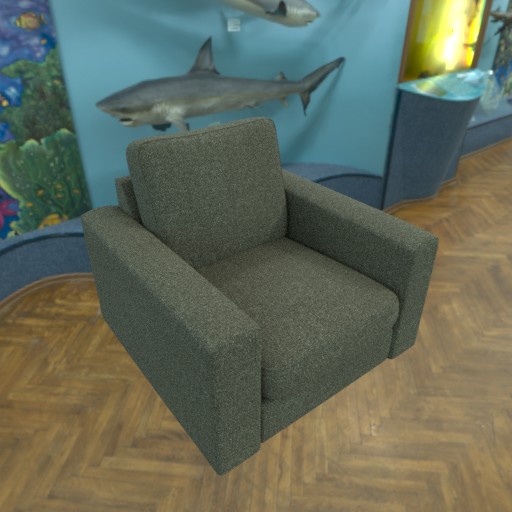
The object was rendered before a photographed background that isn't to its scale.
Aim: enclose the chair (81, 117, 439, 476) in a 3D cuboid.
[{"bbox_3d":[0.000,0.000,1.742,1.005,0.873,1.016,-22,37,-31],"label":"chair"}]
